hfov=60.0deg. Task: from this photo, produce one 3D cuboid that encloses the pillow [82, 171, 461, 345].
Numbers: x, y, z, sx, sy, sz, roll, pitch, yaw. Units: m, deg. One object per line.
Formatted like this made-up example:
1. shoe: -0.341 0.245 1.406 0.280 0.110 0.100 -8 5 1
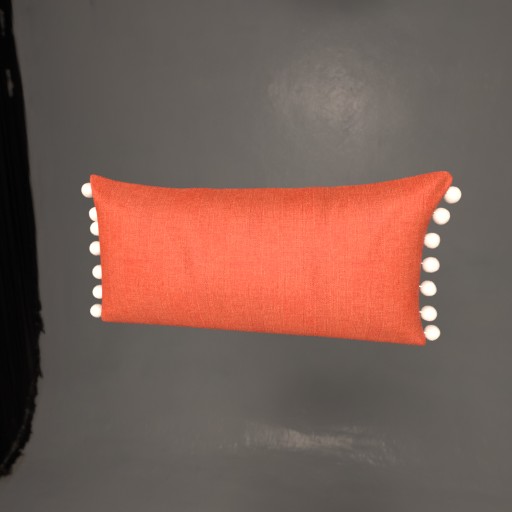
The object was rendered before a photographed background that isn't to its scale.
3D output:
1. pillow: 0.000 0.000 0.834 0.709 0.322 0.201 2 15 9
